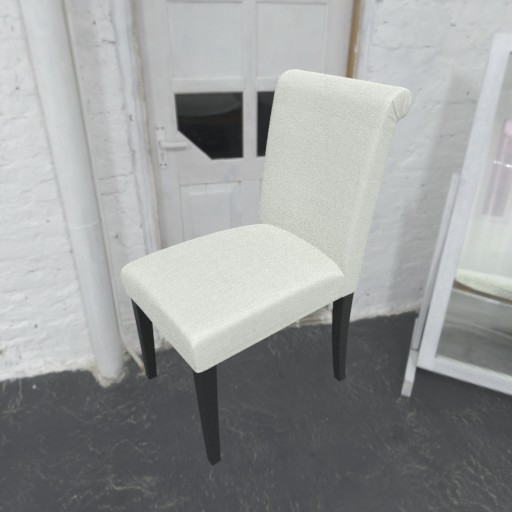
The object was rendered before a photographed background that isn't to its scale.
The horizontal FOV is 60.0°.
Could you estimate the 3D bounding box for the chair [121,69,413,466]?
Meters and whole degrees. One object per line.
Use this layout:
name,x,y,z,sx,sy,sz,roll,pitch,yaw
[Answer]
chair,0.000,0.000,1.364,0.708,0.976,0.452,-21,36,-31
